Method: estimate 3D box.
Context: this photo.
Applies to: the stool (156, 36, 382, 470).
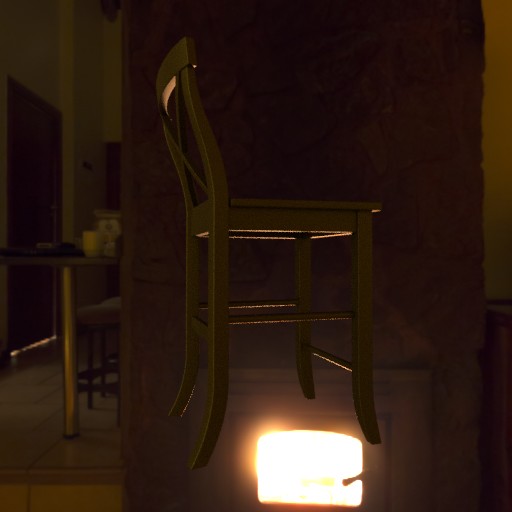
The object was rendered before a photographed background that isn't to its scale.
[{"bbox_3d":[0.000,0.000,1.279,0.559,0.989,0.452,0,0,-18],"label":"stool"}]
